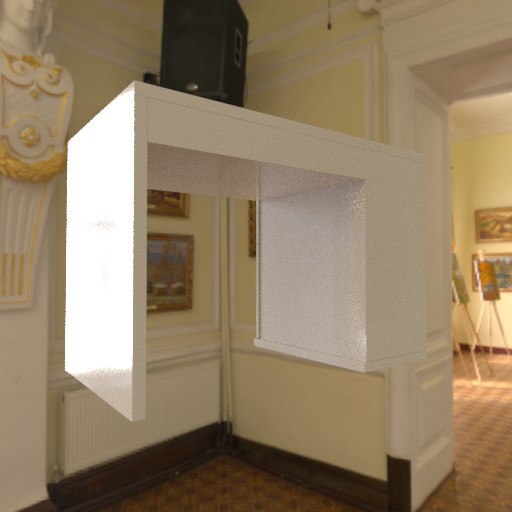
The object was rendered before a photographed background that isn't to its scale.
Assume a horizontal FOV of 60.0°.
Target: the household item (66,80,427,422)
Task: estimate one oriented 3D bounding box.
[{"bbox_3d":[0.000,0.000,1.534,1.100,0.749,0.597,1,-2,-36],"label":"household item"}]
